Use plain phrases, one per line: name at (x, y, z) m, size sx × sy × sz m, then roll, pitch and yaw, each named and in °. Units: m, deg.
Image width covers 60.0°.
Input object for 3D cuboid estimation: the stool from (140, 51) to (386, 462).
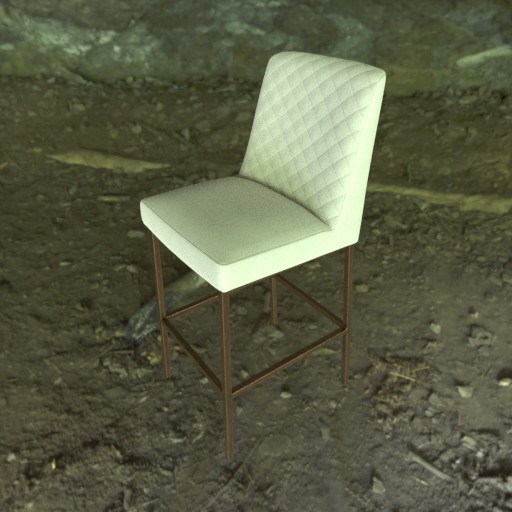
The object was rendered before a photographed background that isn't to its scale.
stool at (0.000, 0.000, 1.360) m, size 0.546 × 1.084 × 0.462 m, roll -21°, pitch 38°, yaw -30°
